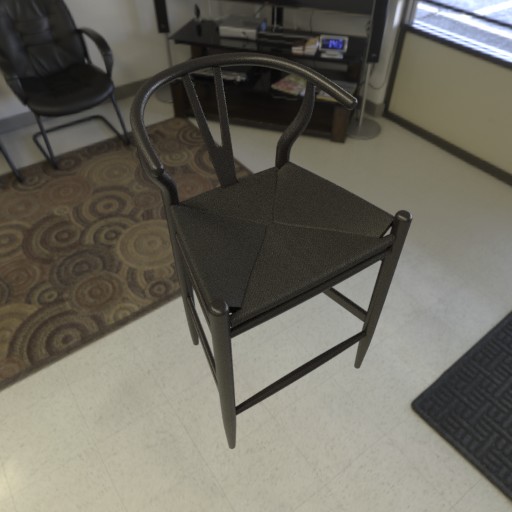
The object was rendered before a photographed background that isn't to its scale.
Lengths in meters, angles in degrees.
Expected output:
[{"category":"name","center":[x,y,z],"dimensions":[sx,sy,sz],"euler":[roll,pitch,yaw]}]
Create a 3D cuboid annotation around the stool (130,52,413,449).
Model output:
[{"category":"stool","center":[0.000,0.000,1.317],"dimensions":[0.569,0.970,0.579],"euler":[-25,51,-22]}]
